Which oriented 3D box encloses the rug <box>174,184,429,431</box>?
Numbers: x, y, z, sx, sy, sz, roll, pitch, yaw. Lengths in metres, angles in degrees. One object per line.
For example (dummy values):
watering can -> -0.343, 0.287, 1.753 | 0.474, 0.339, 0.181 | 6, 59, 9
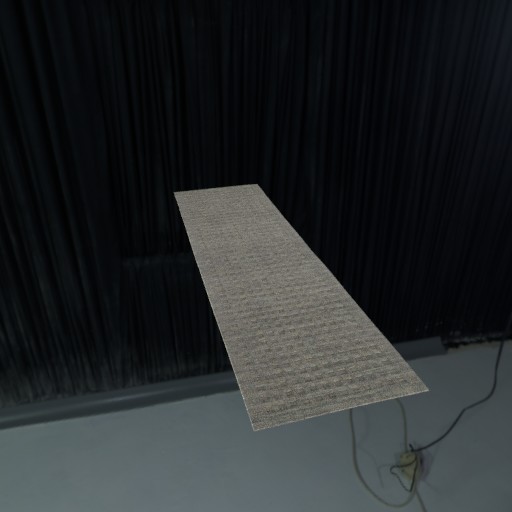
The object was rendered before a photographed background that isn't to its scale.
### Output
rug -> 0.000, 0.000, 2.662 | 0.706, 0.009, 2.443 | -8, 30, -14
